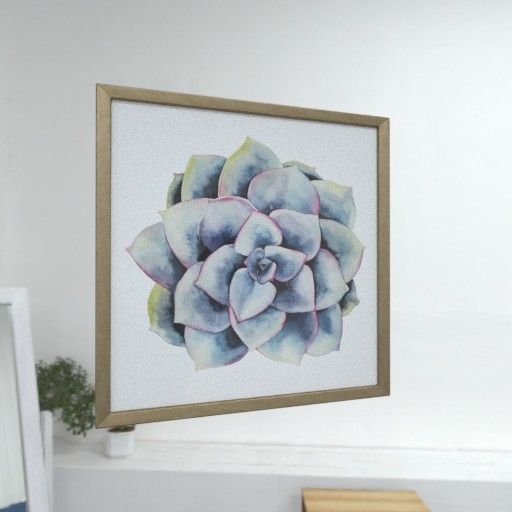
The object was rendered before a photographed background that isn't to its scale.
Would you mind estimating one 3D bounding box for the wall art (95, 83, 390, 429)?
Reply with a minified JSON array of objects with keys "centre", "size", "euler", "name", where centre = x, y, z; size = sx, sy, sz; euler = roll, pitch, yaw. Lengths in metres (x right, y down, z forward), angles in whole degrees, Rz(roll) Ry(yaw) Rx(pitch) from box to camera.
[{"centre":[0.000,0.000,0.740],"size":[0.503,0.506,0.030],"euler":[0,0,-18],"name":"wall art"}]
